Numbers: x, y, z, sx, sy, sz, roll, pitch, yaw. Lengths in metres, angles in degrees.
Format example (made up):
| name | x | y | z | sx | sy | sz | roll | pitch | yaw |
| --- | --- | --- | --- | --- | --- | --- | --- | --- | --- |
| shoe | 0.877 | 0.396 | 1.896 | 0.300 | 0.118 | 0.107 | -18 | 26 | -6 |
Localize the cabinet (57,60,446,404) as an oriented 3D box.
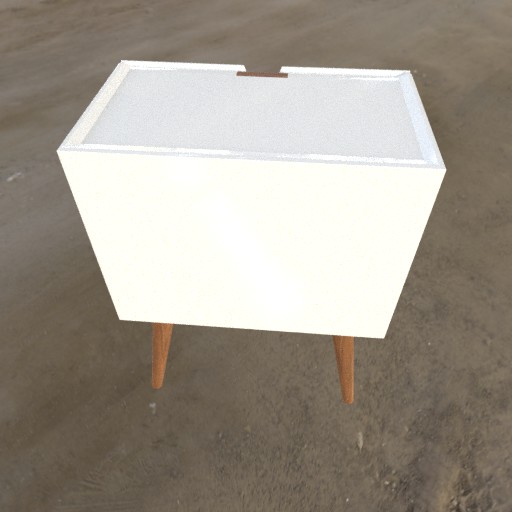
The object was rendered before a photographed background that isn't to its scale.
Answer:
| name | x | y | z | sx | sy | sz | roll | pitch | yaw |
| --- | --- | --- | --- | --- | --- | --- | --- | --- | --- |
| cabinet | 0.000 | 0.000 | 1.063 | 0.591 | 0.772 | 0.344 | 3 | 46 | 3 |
